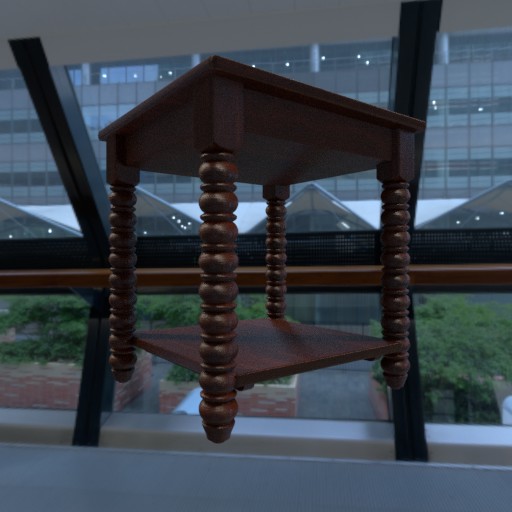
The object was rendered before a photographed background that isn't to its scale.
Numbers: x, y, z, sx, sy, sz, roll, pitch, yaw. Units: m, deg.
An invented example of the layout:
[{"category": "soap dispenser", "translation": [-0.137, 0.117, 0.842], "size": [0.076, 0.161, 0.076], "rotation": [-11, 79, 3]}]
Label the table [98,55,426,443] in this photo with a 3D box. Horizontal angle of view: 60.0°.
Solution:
[{"category": "table", "translation": [0.000, 0.000, 0.976], "size": [0.533, 0.567, 0.500], "rotation": [0, 0, -37]}]
